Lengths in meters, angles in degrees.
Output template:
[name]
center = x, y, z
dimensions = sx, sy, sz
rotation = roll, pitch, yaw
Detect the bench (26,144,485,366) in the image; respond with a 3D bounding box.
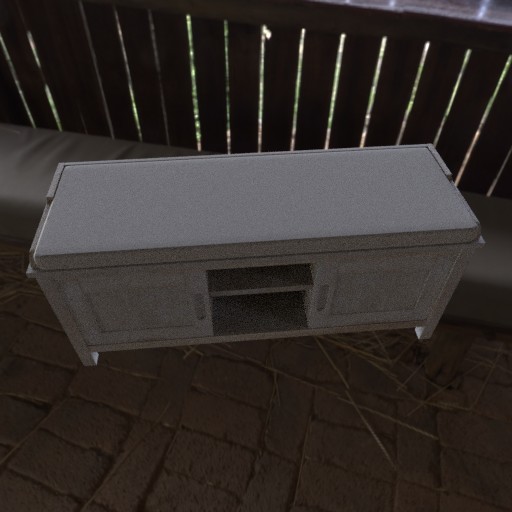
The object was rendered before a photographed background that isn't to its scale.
[bench]
center = 0.000, 0.000, 1.378
dimensions = 1.140, 0.501, 0.398
rotation = -4, 47, -4
